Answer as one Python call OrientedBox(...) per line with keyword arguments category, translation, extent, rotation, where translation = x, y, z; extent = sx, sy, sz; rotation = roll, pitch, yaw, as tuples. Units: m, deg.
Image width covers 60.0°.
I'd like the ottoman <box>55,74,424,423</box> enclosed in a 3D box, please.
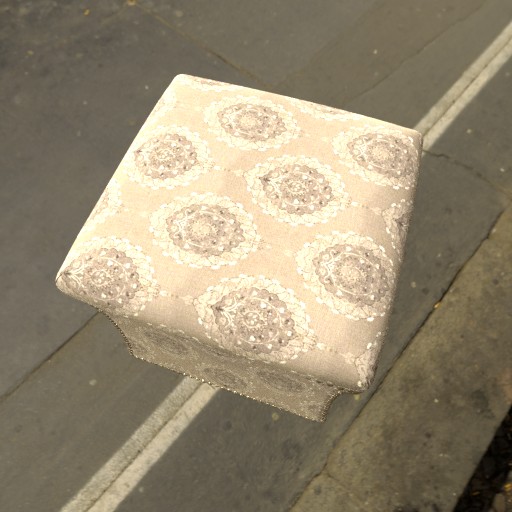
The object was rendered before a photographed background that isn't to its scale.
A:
OrientedBox(category="ottoman", translation=(0.000, 0.000, 0.908), extent=(0.507, 0.473, 0.497), rotation=(17, 64, 9))
